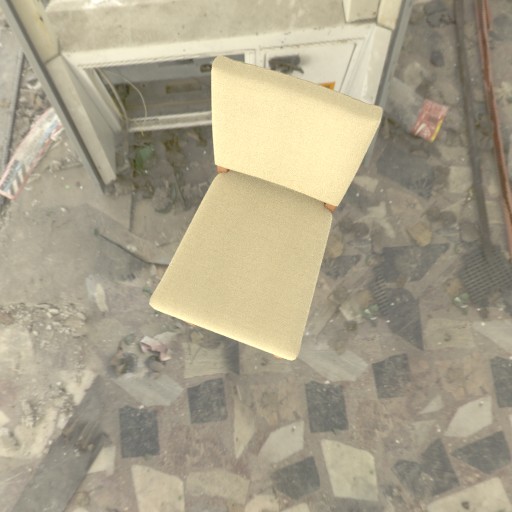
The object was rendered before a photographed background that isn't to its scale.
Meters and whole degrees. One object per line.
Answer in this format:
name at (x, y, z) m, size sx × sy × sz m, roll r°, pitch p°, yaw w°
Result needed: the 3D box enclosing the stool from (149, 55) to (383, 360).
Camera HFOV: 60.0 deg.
stool at (0.000, 0.000, 1.421) m, size 0.428 × 1.143 × 0.546 m, roll 20°, pitch 78°, yaw 5°
